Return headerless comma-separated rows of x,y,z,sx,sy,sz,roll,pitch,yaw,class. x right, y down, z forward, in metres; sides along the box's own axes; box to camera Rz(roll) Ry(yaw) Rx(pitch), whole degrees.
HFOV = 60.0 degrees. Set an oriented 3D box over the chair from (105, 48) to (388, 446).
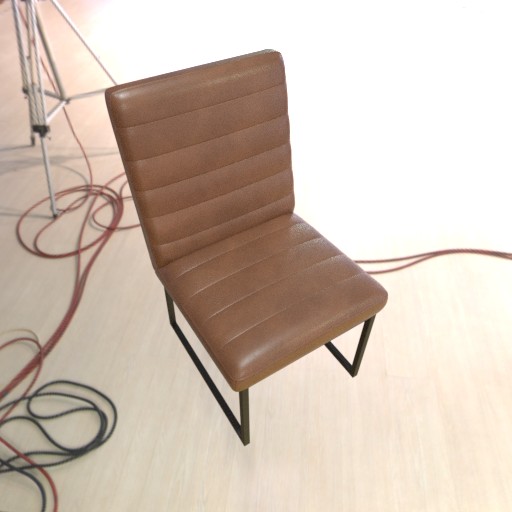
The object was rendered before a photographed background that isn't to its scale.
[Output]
0.000,0.000,1.317,0.520,0.930,0.634,-24,50,-22,chair
